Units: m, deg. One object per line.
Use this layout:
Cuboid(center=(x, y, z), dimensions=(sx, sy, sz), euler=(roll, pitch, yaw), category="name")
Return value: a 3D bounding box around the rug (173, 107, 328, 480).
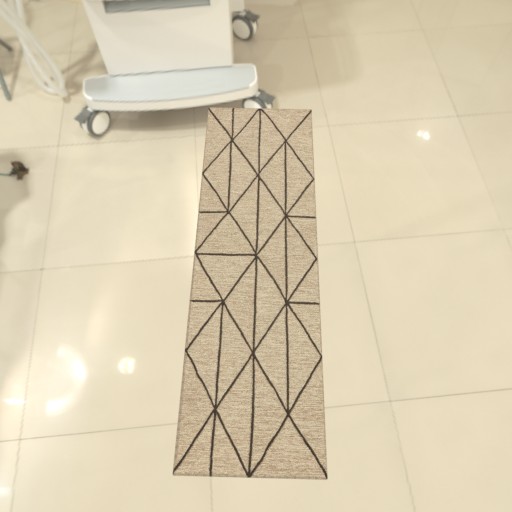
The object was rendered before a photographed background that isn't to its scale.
Cuboid(center=(0.000, 0.000, 2.724), dimensions=(0.762, 0.012, 2.438), euler=(1, 63, 1), category="rug")
